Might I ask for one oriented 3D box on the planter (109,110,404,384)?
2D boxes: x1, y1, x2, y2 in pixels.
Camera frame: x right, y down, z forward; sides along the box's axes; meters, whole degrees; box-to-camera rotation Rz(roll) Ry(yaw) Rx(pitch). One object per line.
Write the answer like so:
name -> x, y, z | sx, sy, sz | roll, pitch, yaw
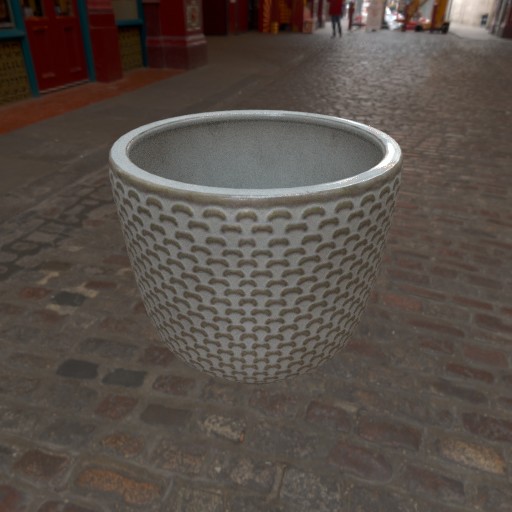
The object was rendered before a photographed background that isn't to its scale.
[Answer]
planter -> 0.000, 0.000, 0.305 | 0.173, 0.160, 0.173 | 0, 30, 0
